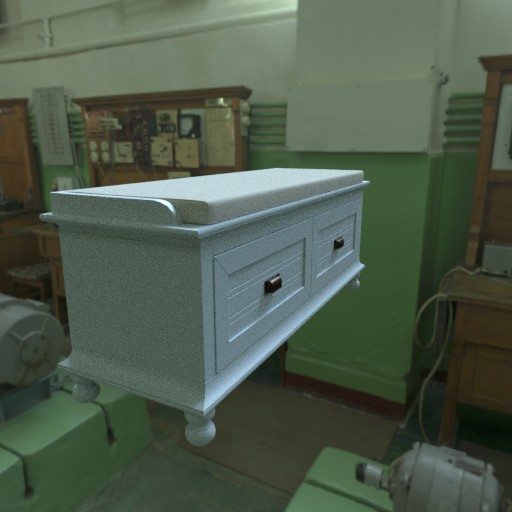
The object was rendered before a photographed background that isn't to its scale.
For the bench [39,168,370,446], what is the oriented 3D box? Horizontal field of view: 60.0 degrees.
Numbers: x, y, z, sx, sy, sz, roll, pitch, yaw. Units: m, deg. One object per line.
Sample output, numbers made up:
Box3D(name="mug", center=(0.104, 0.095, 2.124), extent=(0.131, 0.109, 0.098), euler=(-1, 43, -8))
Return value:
Box3D(name="bench", center=(0.000, 0.000, 1.390), extent=(0.402, 0.486, 1.185), euler=(7, 16, 27))
